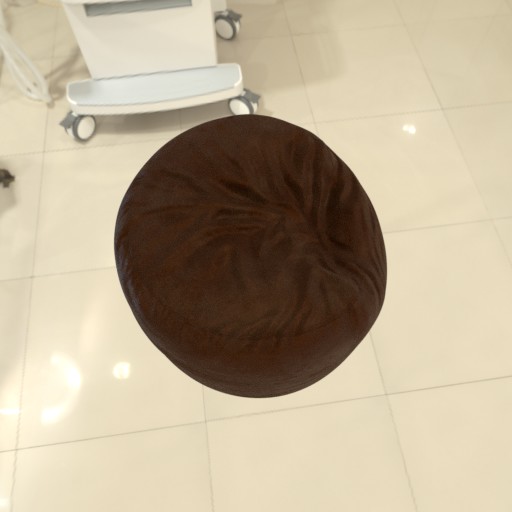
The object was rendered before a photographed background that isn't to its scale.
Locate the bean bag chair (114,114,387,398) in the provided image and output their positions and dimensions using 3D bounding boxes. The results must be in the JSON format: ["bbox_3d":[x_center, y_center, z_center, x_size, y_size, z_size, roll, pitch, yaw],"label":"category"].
[{"bbox_3d":[0.000,0.000,1.564,0.918,0.616,0.918,0,63,0],"label":"bean bag chair"}]
